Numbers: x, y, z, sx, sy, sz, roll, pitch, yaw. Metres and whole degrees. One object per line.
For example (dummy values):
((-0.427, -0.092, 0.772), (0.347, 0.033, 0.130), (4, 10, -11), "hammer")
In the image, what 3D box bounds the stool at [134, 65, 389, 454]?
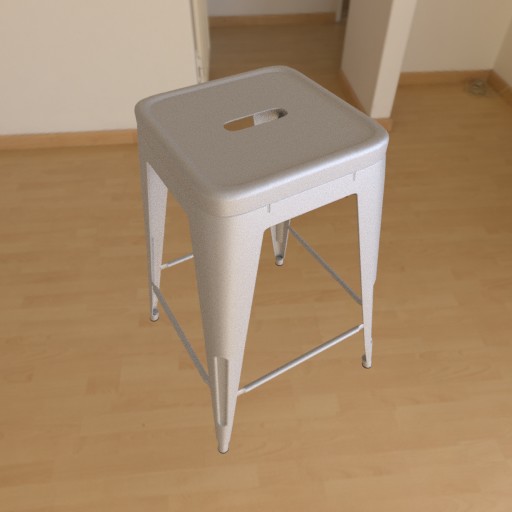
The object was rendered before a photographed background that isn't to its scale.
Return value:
((0.000, 0.000, 0.893), (0.410, 0.608, 0.410), (-23, 50, -21), "stool")
